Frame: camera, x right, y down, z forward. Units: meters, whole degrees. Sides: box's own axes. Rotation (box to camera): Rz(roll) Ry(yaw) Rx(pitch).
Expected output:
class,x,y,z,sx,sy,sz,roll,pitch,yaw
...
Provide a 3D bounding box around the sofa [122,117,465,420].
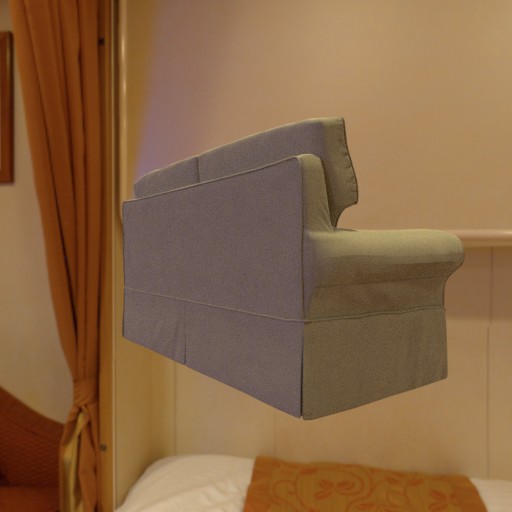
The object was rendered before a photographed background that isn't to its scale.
class,x,y,z,sx,sy,sz,roll,pitch,yaw
sofa,0.000,0.000,2.293,0.841,1.024,1.823,0,1,-36
